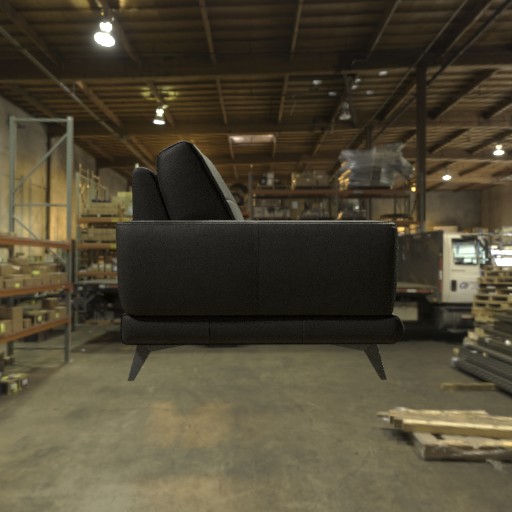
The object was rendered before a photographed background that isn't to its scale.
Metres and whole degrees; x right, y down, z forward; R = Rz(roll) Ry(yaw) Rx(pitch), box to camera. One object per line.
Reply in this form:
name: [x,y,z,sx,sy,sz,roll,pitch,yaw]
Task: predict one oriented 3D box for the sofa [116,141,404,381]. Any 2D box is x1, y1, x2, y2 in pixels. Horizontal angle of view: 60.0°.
sofa: [0.000,0.000,2.406,1.018,0.907,1.806,0,-1,-1]
